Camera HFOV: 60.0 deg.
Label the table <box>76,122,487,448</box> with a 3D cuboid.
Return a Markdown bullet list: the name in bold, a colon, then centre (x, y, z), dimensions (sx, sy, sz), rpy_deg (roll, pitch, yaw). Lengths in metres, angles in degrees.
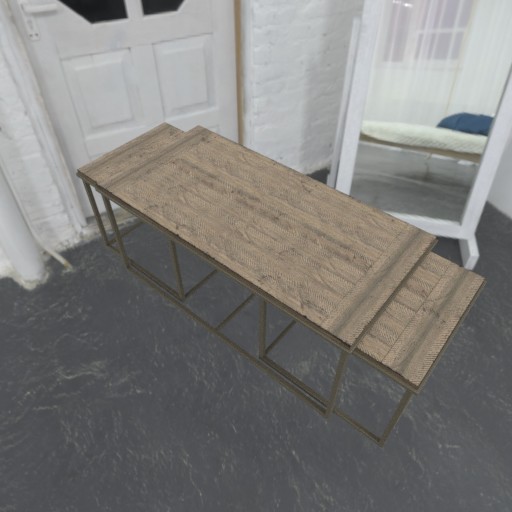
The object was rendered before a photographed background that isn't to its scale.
- **table**: centre (0.000, 0.000, 1.525), dimensions (1.312, 0.427, 0.489), rpy_deg (31, 54, 26)
